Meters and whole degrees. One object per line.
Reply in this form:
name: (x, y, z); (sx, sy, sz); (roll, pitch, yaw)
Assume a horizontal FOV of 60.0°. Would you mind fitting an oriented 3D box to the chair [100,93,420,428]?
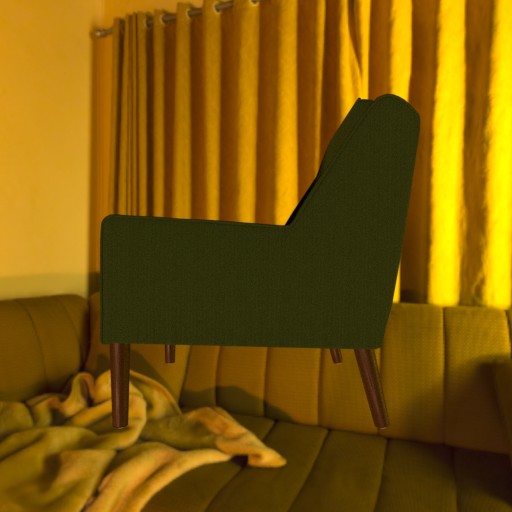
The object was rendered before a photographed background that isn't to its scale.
chair: (0.000, 0.000, 1.319); (0.743, 0.792, 0.663); (0, 1, 0)
